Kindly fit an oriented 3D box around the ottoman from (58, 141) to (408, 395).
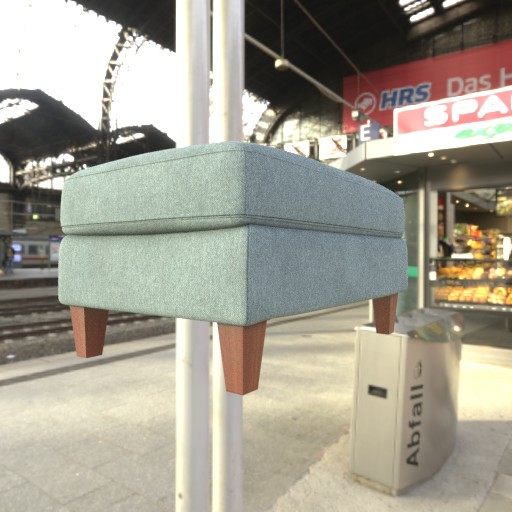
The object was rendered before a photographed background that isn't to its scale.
[{"bbox_3d":[0.000,0.000,1.230,0.584,0.483,0.864,0,0,36],"label":"ottoman"}]
